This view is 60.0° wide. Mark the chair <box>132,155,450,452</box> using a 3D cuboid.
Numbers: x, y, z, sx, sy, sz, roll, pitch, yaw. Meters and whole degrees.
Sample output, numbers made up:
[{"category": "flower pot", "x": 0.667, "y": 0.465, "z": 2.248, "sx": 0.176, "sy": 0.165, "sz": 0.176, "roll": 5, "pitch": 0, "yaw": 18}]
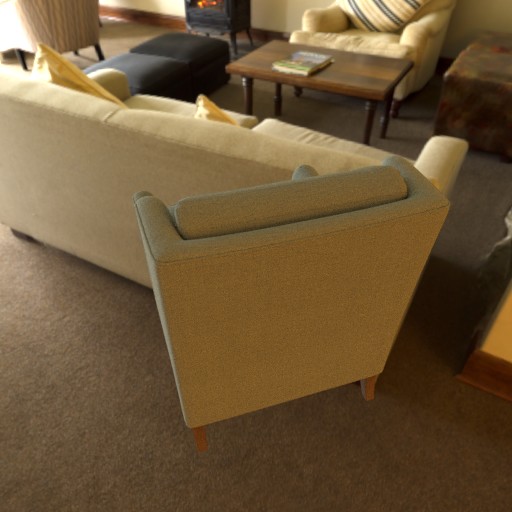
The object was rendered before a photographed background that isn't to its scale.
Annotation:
[{"category": "chair", "x": 0.000, "y": 0.000, "z": 1.799, "sx": 0.866, "sy": 1.056, "sz": 1.040, "roll": -12, "pitch": 42, "yaw": -13}]
